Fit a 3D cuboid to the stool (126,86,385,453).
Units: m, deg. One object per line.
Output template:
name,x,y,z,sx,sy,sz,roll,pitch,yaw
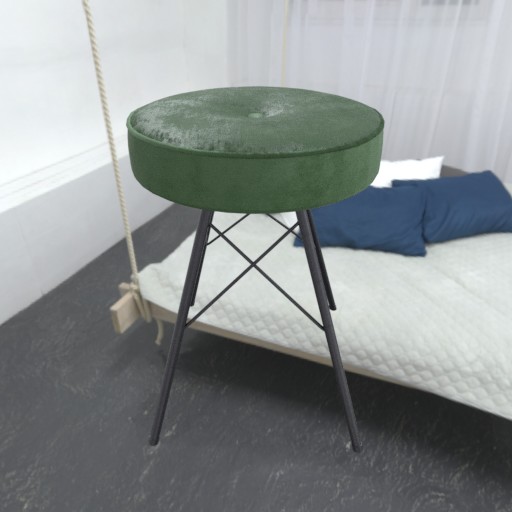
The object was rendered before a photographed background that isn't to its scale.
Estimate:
stool,0.000,0.000,0.895,0.430,0.595,0.457,1,31,2
